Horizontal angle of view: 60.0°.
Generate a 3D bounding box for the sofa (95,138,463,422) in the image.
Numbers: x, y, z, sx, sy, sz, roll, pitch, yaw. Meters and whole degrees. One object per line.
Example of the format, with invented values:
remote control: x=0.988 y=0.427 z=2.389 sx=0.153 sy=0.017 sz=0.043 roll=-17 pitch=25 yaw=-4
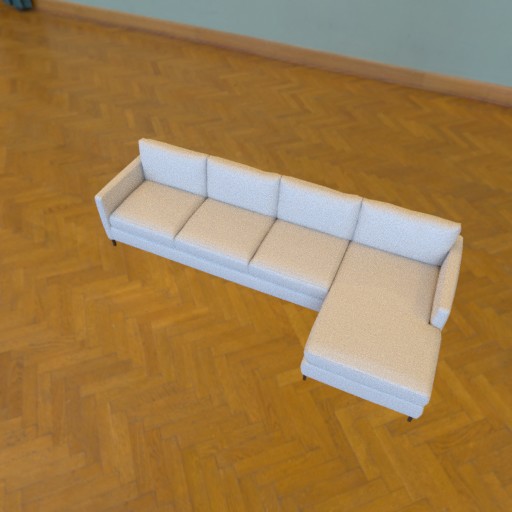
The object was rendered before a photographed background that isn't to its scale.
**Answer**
sofa: x=0.000 y=0.000 z=3.260 sx=2.731 sy=0.755 sz=1.258 roll=18 pitch=50 yaw=16
